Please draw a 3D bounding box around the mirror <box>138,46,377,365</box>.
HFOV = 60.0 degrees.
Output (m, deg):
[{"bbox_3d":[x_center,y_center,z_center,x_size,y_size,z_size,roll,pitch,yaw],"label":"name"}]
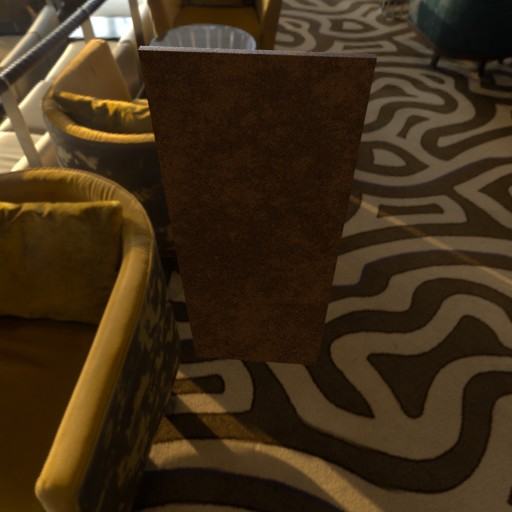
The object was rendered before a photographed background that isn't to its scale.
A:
[{"bbox_3d":[0.000,0.000,2.251,0.812,2.031,0.032,3,47,3],"label":"mirror"}]
